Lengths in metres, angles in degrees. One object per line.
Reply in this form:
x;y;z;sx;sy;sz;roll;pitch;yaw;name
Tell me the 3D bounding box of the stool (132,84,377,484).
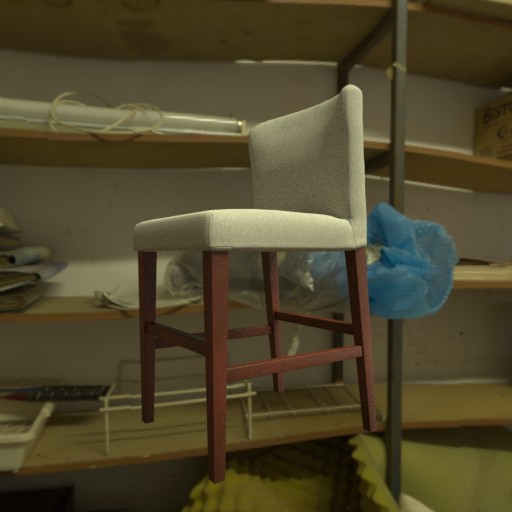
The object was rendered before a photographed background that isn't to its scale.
0.000;0.000;1.263;0.568;0.968;0.479;0;0;-35;stool
